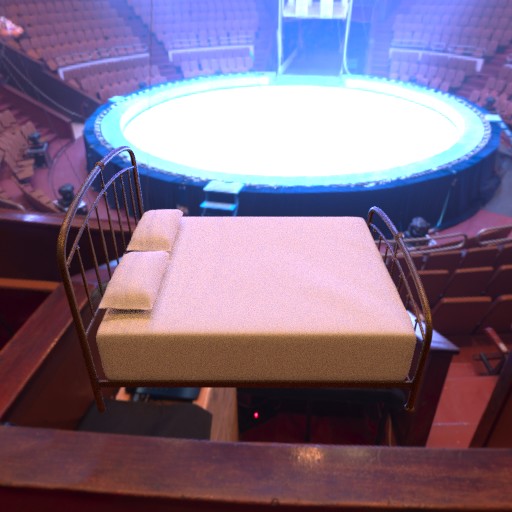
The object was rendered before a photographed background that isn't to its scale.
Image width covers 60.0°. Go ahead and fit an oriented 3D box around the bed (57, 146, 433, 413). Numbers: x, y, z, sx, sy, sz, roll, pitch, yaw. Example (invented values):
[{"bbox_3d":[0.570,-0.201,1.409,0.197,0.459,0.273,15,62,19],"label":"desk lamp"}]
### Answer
[{"bbox_3d":[0.000,0.000,3.352,2.168,1.475,1.711,0,32,0],"label":"bed"}]
